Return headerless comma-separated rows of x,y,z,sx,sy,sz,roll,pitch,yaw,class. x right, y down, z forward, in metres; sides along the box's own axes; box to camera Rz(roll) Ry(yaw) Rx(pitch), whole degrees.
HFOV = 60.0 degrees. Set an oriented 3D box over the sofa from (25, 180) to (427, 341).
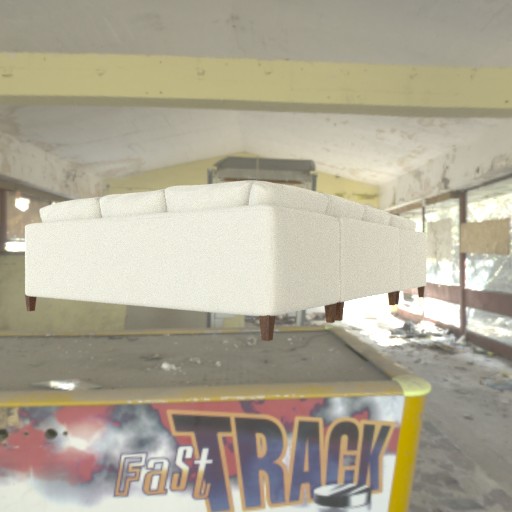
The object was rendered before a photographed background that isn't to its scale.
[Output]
0.000,0.000,4.526,2.593,0.956,3.459,0,0,34,sofa
